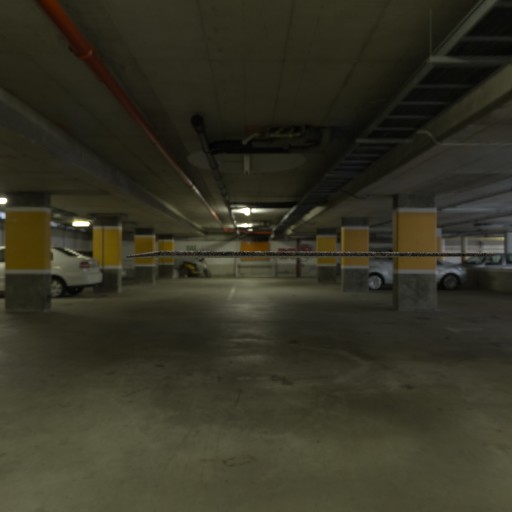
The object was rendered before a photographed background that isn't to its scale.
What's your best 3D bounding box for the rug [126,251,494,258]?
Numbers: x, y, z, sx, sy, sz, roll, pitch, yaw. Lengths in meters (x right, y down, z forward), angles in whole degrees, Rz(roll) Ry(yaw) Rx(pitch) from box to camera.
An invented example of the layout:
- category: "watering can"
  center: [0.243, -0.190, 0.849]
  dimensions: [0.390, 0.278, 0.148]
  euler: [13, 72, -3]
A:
- category: "rug"
  center: [0.000, 0.000, 2.855]
  dimensions: [1.501, 0.017, 2.298]
  euler: [0, 0, -19]
